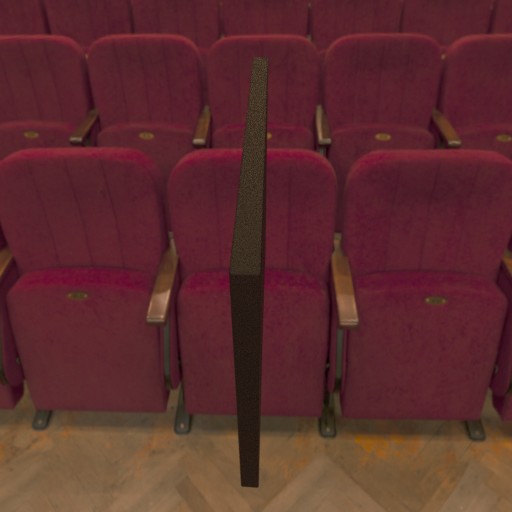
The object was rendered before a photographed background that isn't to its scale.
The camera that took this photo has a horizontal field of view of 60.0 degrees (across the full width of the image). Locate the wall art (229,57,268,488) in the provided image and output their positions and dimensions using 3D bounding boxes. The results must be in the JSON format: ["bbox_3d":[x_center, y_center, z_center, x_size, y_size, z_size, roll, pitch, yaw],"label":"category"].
[{"bbox_3d":[0.000,0.000,0.736,0.031,0.457,0.558,1,42,1],"label":"wall art"}]
